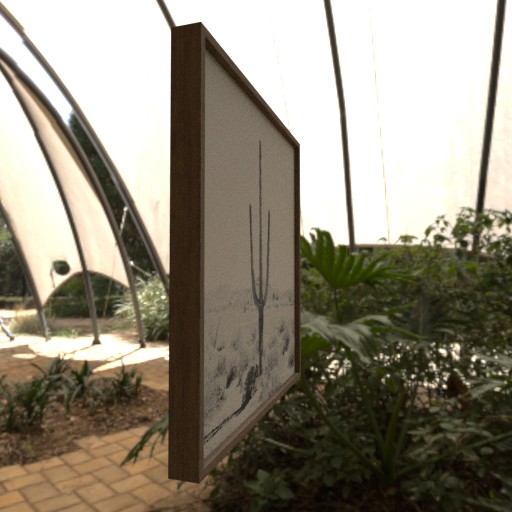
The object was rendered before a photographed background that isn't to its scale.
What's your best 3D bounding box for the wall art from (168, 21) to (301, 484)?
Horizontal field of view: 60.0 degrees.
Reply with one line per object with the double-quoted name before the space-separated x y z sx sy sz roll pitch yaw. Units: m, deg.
"wall art" 0.000 0.000 0.733 0.038 0.508 0.508 -1 -2 18
